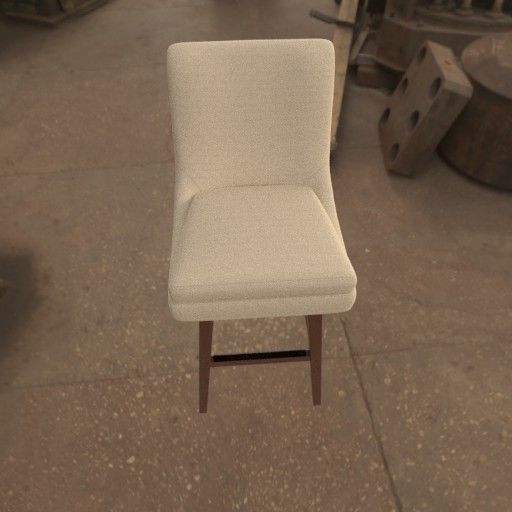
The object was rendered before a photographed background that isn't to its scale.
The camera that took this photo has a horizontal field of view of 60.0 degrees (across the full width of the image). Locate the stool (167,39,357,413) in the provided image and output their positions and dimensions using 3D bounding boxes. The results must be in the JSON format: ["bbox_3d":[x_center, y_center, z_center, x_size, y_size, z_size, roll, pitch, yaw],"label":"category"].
[{"bbox_3d":[0.000,0.000,1.370,0.483,1.093,0.559,-3,46,-3],"label":"stool"}]
